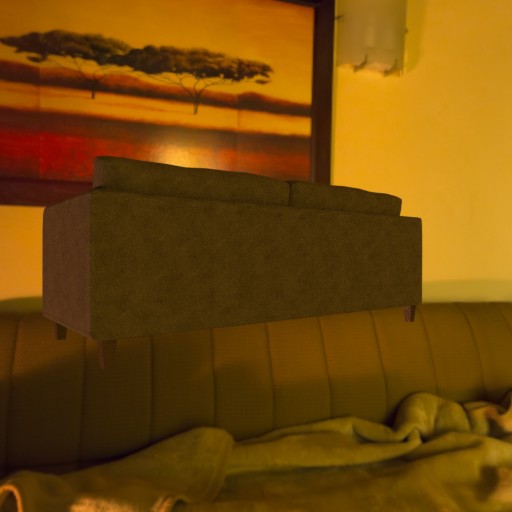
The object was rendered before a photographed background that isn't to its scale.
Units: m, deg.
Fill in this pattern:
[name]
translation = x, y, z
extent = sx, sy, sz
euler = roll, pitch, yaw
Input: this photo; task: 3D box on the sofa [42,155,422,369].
[sofa]
translation = 0.000, 0.000, 2.924
extent = 2.434, 0.965, 0.951
euler = 0, 0, -37
